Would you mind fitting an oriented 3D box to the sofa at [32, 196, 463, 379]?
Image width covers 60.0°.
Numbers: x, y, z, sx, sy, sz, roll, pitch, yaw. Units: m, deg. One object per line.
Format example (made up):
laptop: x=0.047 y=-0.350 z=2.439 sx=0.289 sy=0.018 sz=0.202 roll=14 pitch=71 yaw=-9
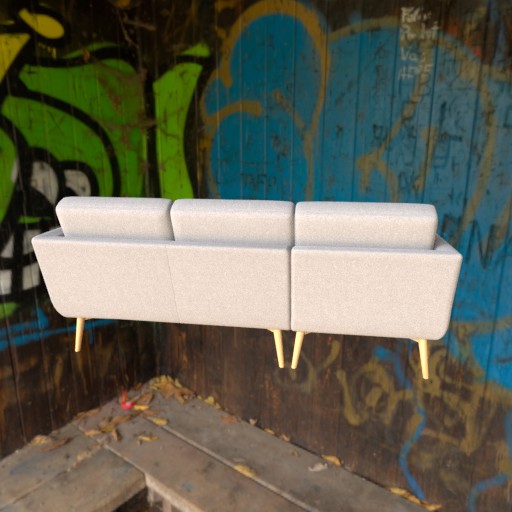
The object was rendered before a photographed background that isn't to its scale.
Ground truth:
sofa: x=0.000 y=0.000 z=2.766 sx=2.040 sy=0.860 sz=1.530 roll=2 pitch=15 yaw=9
